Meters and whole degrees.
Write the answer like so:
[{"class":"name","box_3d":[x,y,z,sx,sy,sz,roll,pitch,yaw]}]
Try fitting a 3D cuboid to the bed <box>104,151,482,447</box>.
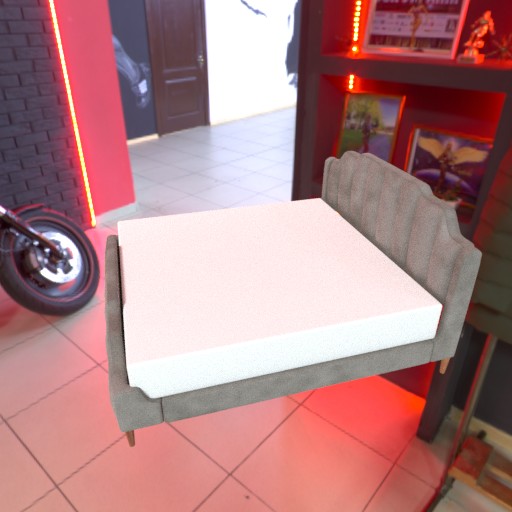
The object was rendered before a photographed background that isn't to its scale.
[{"class":"bed","box_3d":[0.000,0.000,3.510,2.340,1.245,2.074,-8,30,-14]}]
